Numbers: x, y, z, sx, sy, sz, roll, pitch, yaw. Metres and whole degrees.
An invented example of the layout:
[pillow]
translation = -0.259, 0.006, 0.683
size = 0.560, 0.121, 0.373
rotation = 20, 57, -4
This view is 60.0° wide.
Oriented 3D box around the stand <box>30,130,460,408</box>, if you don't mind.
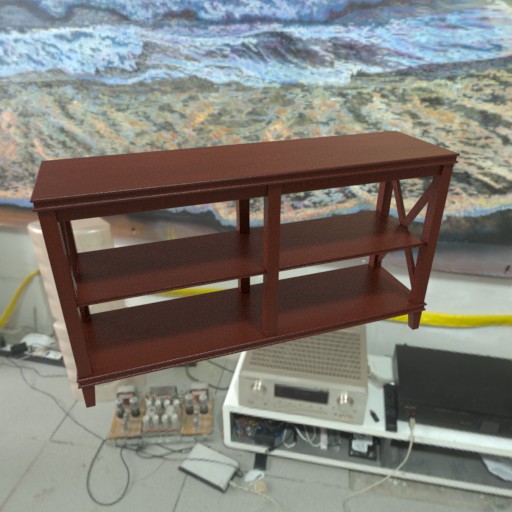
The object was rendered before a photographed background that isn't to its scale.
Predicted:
[stand]
translation = 0.000, 0.000, 1.682
size = 1.372, 0.762, 0.381
rotation = -9, 30, -17
